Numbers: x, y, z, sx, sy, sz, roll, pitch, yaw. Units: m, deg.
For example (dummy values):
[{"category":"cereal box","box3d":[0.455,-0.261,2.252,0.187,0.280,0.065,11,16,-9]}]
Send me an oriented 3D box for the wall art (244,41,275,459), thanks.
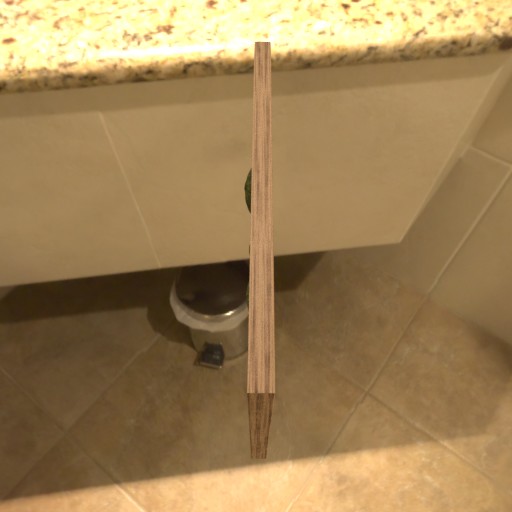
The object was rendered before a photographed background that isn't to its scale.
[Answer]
[{"category":"wall art","box3d":[0.000,0.000,1.103,0.063,0.609,0.841,1,58,0]}]
